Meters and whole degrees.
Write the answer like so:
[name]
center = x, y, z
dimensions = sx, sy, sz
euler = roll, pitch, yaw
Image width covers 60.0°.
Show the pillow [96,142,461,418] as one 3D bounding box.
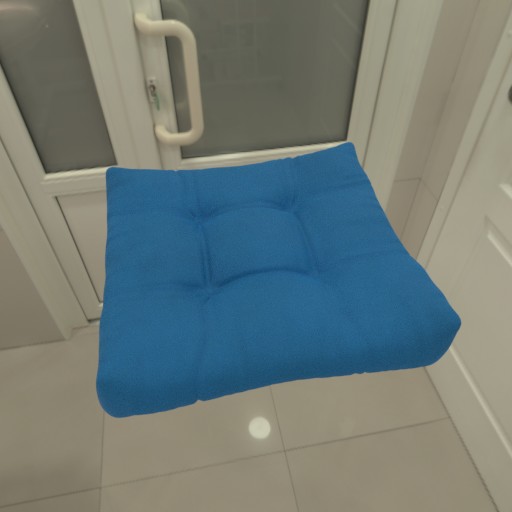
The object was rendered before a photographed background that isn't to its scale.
[pillow]
center = 0.000, 0.000, 0.734
dimensions = 0.490, 0.128, 0.468
euler = -8, 47, -8
